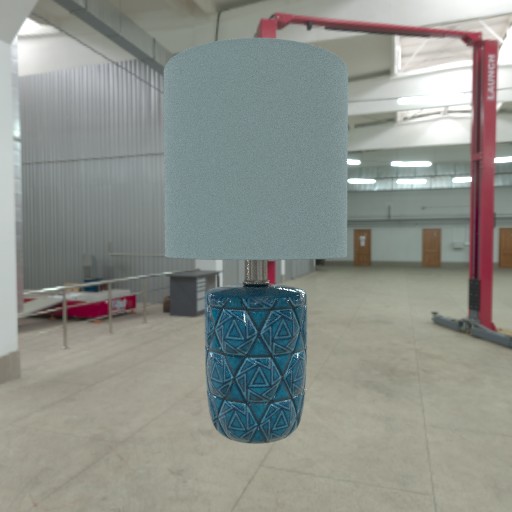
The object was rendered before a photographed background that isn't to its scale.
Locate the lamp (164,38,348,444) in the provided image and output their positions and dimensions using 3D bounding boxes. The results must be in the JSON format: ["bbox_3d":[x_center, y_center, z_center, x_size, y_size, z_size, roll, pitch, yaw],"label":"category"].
[{"bbox_3d":[0.000,0.000,0.479,0.193,0.377,0.193,-1,2,-17],"label":"lamp"}]
